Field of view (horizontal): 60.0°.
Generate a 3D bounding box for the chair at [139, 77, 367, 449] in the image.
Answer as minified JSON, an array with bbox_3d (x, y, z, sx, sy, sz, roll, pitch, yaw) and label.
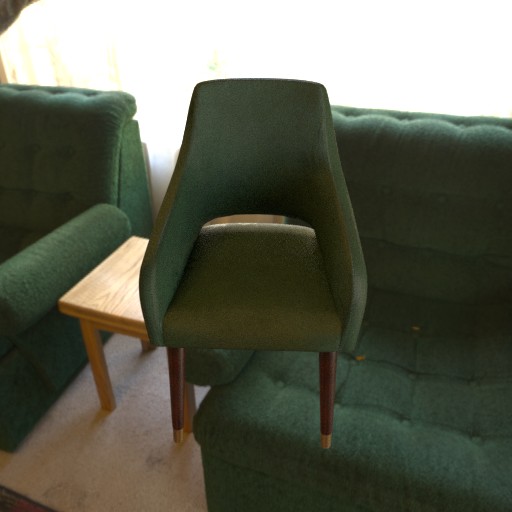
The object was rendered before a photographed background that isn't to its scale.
[{"bbox_3d":[0.000,0.000,1.607,0.683,1.081,0.794,1,32,2],"label":"chair"}]
